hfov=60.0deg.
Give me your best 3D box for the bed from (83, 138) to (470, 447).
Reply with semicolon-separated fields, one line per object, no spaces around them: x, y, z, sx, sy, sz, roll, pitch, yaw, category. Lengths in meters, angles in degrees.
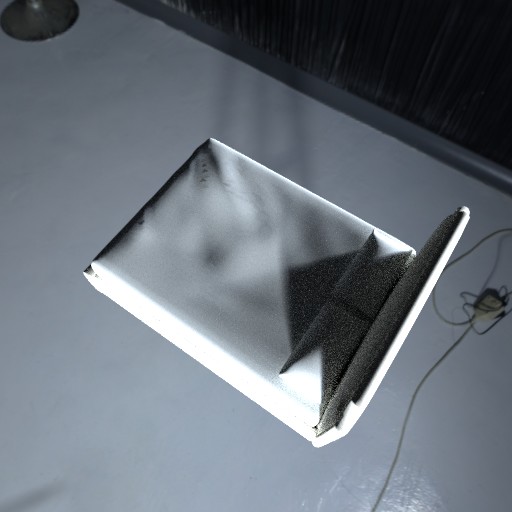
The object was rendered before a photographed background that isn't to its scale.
0.000;0.000;3.460;2.365;1.443;1.712;32;68;15;bed
